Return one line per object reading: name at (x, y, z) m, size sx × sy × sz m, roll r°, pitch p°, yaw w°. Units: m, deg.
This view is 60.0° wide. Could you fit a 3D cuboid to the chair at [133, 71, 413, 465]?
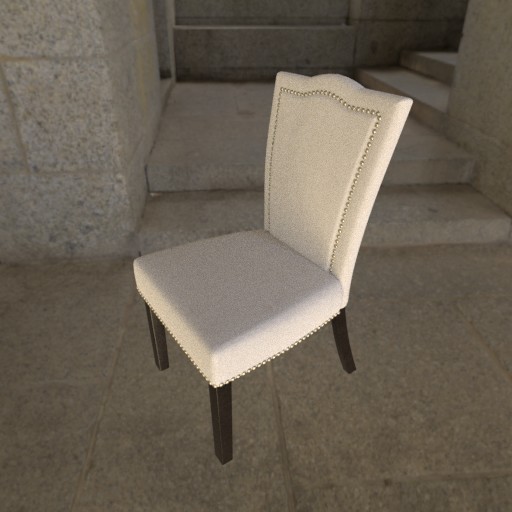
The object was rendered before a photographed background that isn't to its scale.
chair at (0.000, 0.000, 1.289) m, size 0.589 × 0.946 × 0.518 m, roll -19°, pitch 36°, yaw -29°
